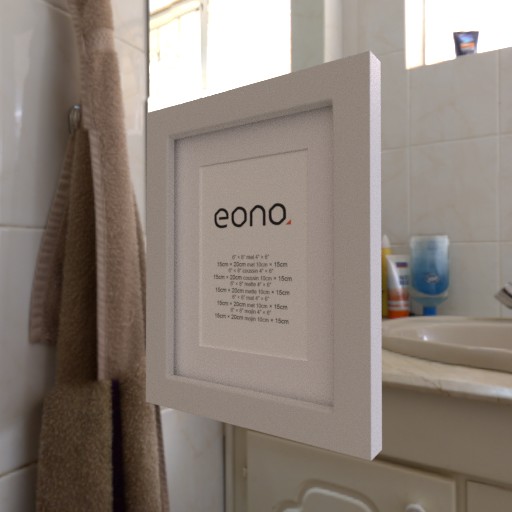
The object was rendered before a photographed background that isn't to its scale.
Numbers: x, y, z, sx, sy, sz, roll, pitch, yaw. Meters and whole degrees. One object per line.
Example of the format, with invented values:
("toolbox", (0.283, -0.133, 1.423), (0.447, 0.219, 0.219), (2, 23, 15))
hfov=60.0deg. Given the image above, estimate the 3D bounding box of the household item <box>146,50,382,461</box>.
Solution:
("household item", (0.000, 0.000, 0.344), (0.200, 0.250, 0.045), (-1, -1, 35))
